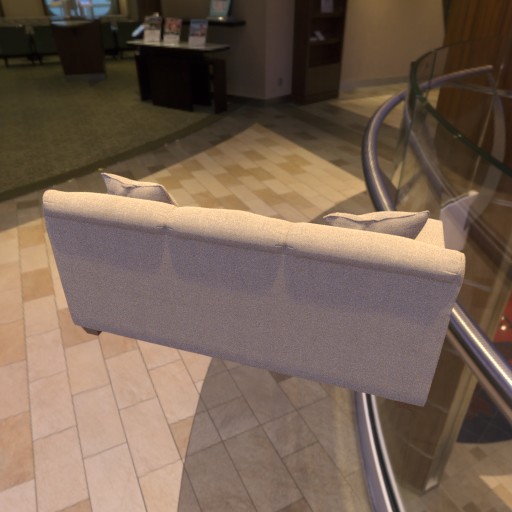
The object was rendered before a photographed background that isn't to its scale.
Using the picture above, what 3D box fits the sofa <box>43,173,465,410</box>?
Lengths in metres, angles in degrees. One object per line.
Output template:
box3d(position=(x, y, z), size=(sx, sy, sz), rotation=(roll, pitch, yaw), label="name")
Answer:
box3d(position=(0.000, 0.000, 2.578), size=(2.024, 0.958, 0.997), rotation=(9, 33, 15), label="sofa")
